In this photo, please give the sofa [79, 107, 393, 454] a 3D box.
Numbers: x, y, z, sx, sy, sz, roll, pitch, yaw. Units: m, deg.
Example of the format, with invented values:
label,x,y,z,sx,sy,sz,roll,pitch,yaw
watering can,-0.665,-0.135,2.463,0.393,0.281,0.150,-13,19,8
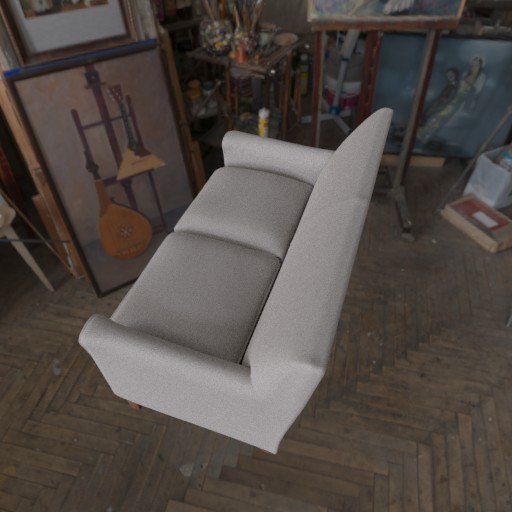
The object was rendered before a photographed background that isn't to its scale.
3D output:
label,x,y,z,sx,sy,sz,roll,pitch,yaw
sofa,0.000,0.000,2.049,0.888,0.890,1.482,14,48,13
